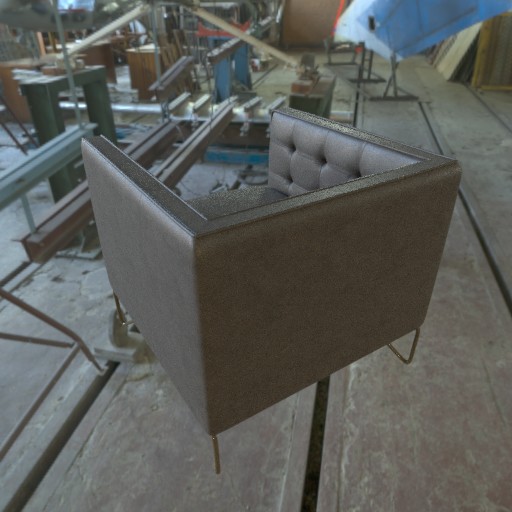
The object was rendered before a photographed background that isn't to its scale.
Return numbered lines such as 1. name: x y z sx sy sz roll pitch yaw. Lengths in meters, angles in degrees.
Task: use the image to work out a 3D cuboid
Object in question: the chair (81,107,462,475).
1. chair: 0.000 0.000 1.567 0.880 0.790 0.894 -18 35 -28
